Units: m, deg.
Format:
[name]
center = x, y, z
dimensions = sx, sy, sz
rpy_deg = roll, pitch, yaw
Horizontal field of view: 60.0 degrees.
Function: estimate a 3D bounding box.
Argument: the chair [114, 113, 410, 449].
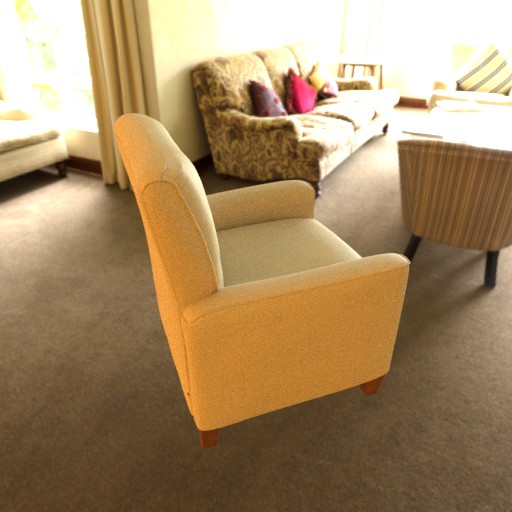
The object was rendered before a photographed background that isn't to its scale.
[chair]
center = 0.000, 0.000, 1.695
dimensions = 0.858, 1.023, 0.841
rpy_deg = -11, 32, -18
